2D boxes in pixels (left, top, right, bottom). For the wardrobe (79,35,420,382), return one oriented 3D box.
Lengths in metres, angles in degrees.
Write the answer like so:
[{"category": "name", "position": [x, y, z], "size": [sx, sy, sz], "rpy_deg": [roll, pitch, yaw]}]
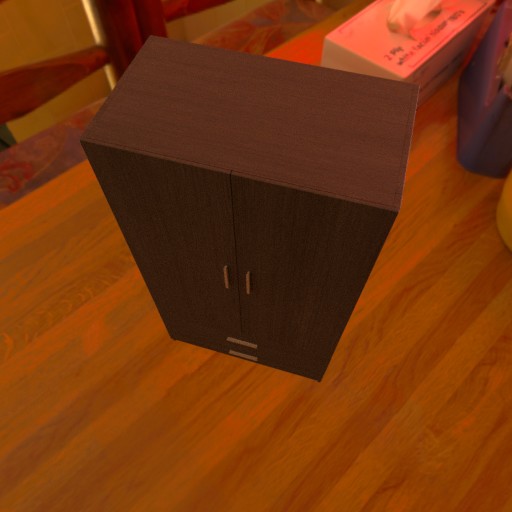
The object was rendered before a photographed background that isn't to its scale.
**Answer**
[{"category": "wardrobe", "position": [0.000, 0.000, 2.209], "size": [0.991, 1.808, 0.577], "rpy_deg": [14, 60, 8]}]
